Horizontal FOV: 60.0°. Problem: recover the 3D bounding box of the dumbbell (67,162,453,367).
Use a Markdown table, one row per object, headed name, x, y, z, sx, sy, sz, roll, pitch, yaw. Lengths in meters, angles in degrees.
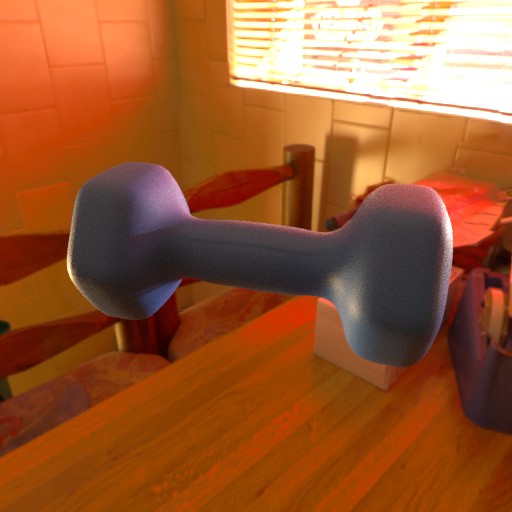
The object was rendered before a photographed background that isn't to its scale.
| name | x | y | z | sx | sy | sz | roll | pitch | yaw |
| --- | --- | --- | --- | --- | --- | --- | --- | --- | --- |
| dumbbell | 0.000 | 0.000 | 0.265 | 0.212 | 0.093 | 0.103 | 8 | 28 | 14 |
